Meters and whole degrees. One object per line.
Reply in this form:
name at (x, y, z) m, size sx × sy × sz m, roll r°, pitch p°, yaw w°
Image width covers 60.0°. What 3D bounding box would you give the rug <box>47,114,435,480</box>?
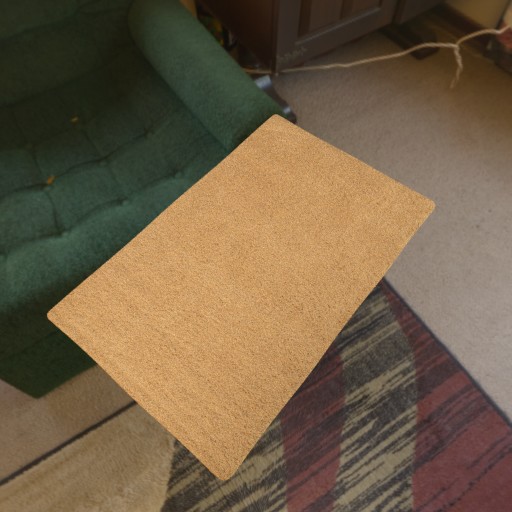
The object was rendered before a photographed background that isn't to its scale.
rug at (0.000, 0.000, 3.008) m, size 1.500 × 0.025 × 2.349 m, roll 35°, pitch 65°, yaw 19°
